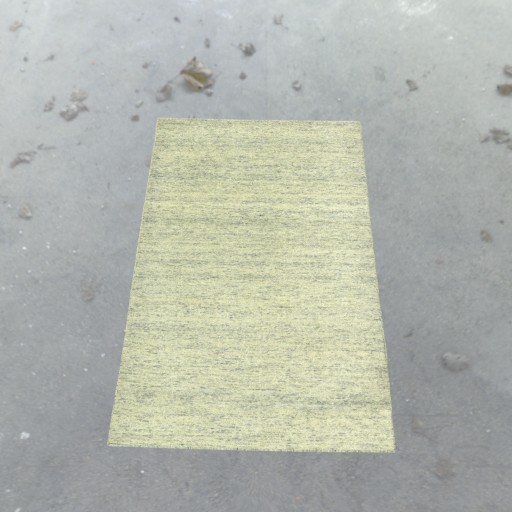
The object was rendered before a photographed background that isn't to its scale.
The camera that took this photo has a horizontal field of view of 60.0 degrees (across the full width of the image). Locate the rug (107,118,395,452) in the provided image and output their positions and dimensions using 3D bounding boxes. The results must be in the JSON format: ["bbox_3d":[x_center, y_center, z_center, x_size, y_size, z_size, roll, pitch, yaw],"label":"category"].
[{"bbox_3d":[0.000,0.000,2.296,1.243,0.014,1.846,1,64,1],"label":"rug"}]
